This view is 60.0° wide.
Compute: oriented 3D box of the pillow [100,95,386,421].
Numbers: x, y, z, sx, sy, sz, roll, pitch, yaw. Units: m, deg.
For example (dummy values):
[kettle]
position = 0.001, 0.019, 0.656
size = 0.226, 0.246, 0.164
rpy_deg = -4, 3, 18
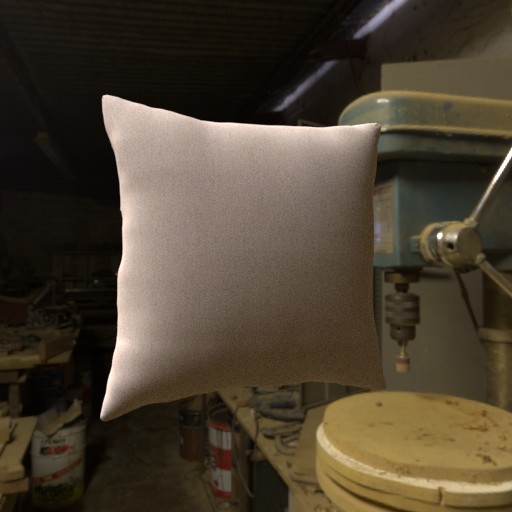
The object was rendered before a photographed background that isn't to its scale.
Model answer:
[pillow]
position = 0.000, 0.000, 0.655
size = 0.433, 0.436, 0.173
rpy_deg = 0, 0, -17
